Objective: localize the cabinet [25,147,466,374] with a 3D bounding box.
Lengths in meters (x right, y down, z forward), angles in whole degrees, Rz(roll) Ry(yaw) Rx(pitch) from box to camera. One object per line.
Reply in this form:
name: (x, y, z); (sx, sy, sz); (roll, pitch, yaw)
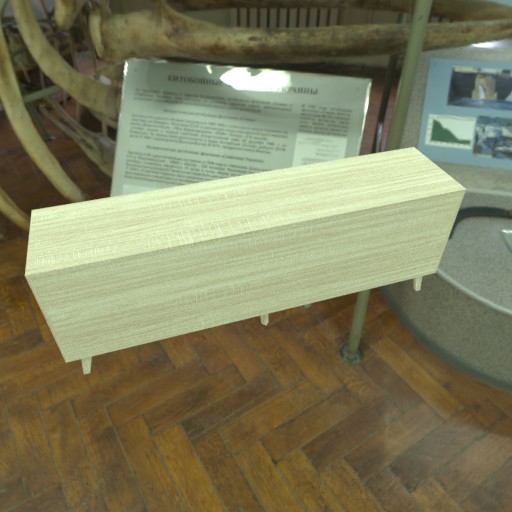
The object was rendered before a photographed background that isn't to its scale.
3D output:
cabinet: (0.000, 0.000, 2.551); (2.200, 0.780, 0.500); (-12, 43, -13)
